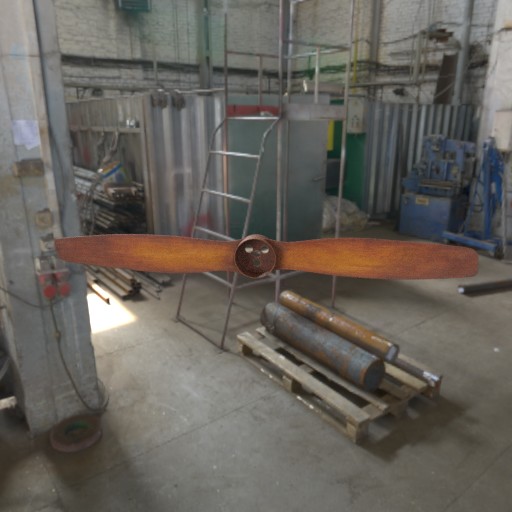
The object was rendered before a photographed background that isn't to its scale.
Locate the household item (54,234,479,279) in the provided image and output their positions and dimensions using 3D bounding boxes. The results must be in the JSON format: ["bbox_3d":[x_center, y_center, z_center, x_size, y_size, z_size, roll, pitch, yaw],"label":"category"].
[{"bbox_3d":[0.000,0.000,1.235,1.181,0.121,0.051,2,17,6],"label":"household item"}]
